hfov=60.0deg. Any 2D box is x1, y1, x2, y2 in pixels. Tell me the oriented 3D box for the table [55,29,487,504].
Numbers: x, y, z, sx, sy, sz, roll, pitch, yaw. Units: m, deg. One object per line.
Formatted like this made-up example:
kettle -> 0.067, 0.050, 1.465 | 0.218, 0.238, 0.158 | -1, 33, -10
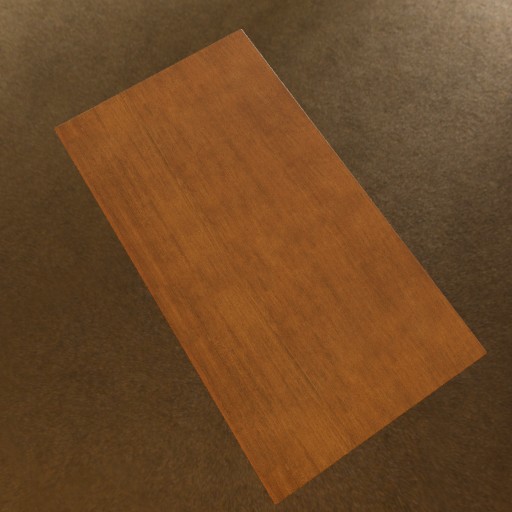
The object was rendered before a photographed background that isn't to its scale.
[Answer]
table -> 0.000, 0.000, 1.231 | 0.549, 0.419, 1.000 | -32, 77, -8
